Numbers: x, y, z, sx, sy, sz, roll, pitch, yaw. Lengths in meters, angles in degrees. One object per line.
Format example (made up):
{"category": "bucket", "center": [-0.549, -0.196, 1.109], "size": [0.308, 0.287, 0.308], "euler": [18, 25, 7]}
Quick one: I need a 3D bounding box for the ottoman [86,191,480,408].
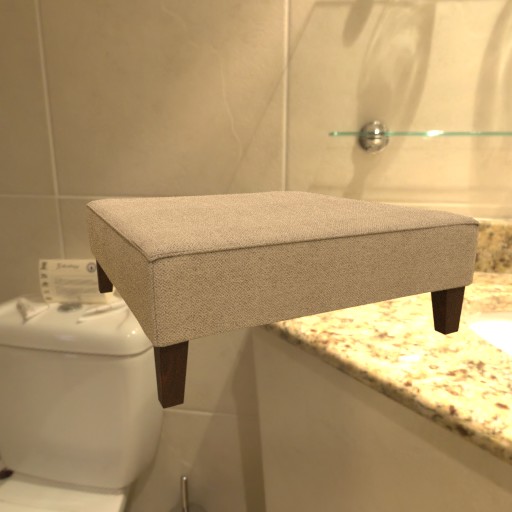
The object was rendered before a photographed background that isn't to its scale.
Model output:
{"category": "ottoman", "center": [0.000, 0.000, 1.512], "size": [0.973, 0.381, 0.982], "euler": [-7, 15, -26]}
